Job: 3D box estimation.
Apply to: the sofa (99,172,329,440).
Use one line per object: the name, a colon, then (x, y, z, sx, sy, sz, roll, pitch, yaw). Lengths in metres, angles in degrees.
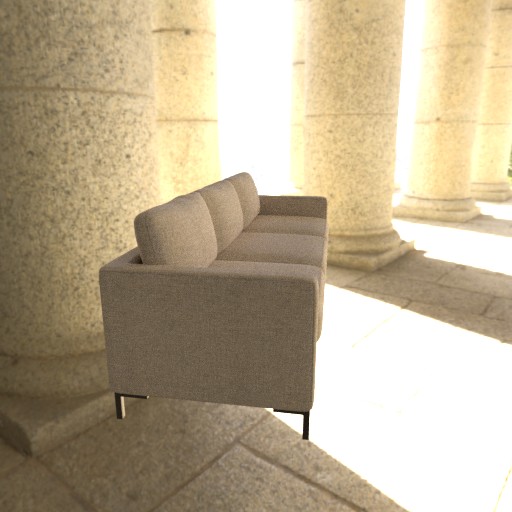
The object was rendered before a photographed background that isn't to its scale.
sofa: (0.000, 0.000, 2.719, 0.859, 0.874, 2.218, 3, 16, 9)
